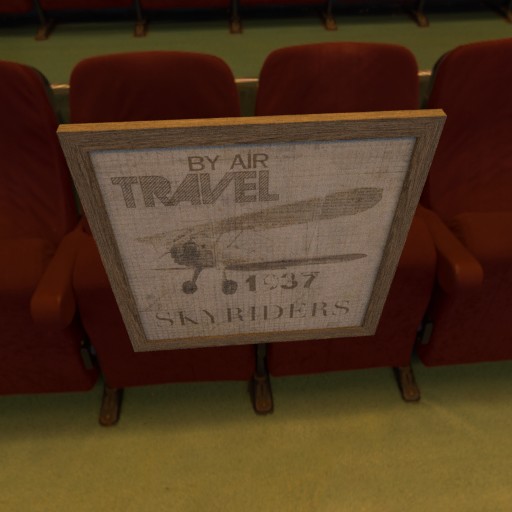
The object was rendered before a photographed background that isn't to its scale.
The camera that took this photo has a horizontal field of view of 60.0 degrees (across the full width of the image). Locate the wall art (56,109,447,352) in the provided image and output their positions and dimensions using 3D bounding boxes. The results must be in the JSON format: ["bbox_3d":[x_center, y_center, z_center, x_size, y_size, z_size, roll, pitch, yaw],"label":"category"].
[{"bbox_3d":[0.000,0.000,0.762,0.508,0.508,0.019,-3,46,-3],"label":"wall art"}]
